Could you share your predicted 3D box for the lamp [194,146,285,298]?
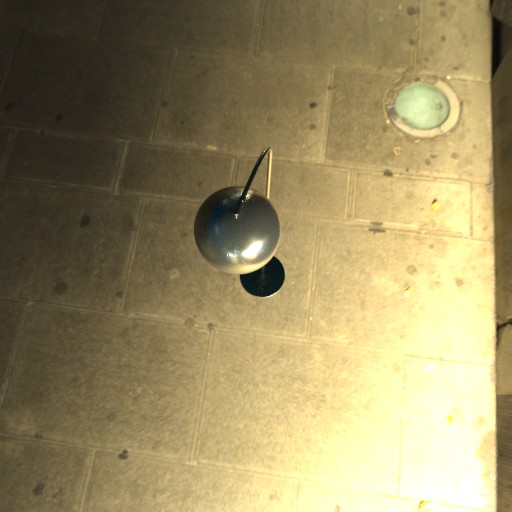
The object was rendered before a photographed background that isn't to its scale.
[{"bbox_3d":[0.000,0.000,1.693,0.250,1.526,0.431,22,77,5],"label":"lamp"}]
